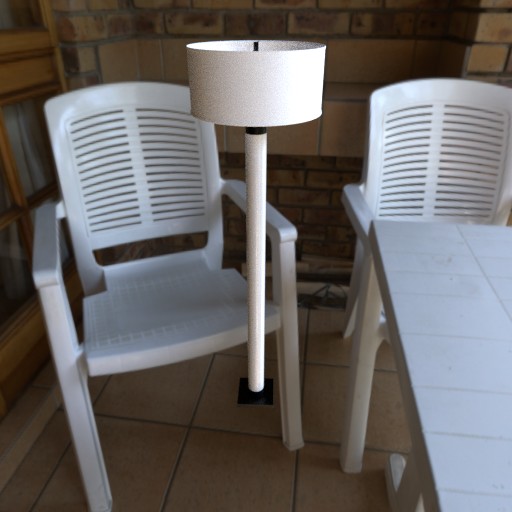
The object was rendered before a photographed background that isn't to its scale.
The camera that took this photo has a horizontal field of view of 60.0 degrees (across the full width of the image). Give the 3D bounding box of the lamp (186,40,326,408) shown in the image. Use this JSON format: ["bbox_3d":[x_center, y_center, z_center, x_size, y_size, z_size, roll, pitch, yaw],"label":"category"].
[{"bbox_3d":[0.000,0.000,1.693,0.420,1.475,0.420,1,29,2],"label":"lamp"}]
